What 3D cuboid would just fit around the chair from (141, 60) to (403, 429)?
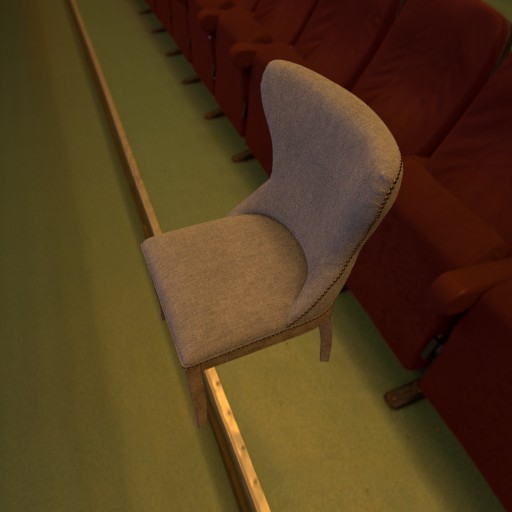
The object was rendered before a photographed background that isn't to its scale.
[{"bbox_3d":[0.000,0.000,1.469,0.681,1.002,0.654,-17,49,-15],"label":"chair"}]
